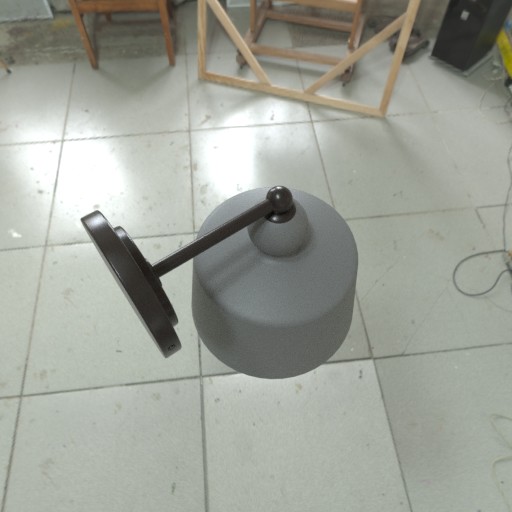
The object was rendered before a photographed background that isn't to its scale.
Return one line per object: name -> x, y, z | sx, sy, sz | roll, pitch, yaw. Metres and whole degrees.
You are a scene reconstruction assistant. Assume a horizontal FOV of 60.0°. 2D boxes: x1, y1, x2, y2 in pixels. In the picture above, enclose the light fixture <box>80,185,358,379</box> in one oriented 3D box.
light fixture -> 0.000, 0.000, 0.443 | 0.254, 0.268, 0.204 | -32, 64, -18
